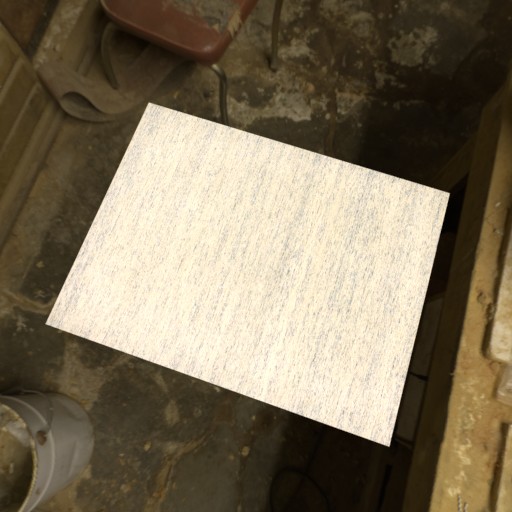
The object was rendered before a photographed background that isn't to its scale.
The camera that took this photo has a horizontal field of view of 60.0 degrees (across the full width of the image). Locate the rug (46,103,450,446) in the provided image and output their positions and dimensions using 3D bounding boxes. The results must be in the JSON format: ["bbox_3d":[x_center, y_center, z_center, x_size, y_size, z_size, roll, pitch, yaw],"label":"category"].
[{"bbox_3d":[0.000,0.000,4.189,3.197,0.006,2.438,18,75,5],"label":"rug"}]
